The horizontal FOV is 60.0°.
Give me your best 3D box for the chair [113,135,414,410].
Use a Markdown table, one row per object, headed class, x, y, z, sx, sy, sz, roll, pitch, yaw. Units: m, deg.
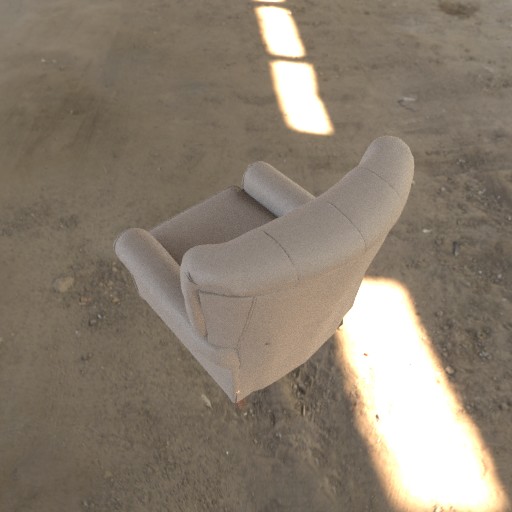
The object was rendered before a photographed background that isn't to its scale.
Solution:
| class | x | y | z | sx | sy | sz | roll | pitch | yaw |
| --- | --- | --- | --- | --- | --- | --- | --- | --- | --- |
| chair | 0.000 | 0.000 | 1.958 | 0.999 | 1.138 | 1.041 | -33 | 56 | -26 |
